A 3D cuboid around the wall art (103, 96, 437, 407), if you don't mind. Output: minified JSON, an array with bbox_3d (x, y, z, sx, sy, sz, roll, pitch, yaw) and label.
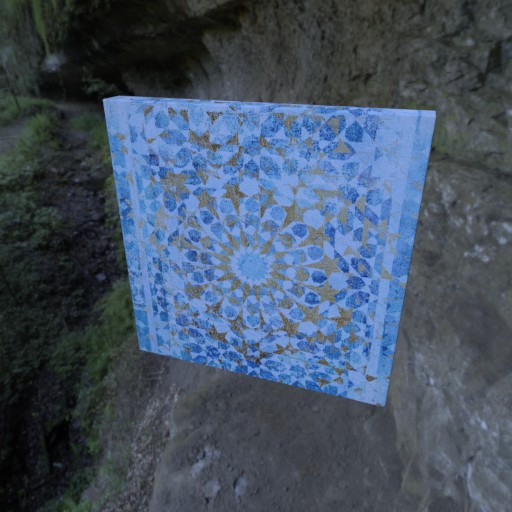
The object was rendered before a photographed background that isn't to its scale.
[{"bbox_3d":[0.000,0.000,0.620,0.405,0.405,0.037,9,28,17],"label":"wall art"}]
